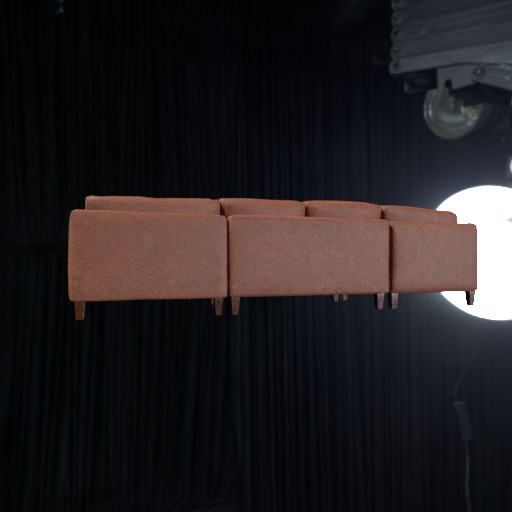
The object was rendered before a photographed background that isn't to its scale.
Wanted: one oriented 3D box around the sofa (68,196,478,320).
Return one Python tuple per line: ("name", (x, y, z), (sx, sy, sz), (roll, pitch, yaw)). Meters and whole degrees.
("sofa", (0.000, 0.000, 4.711), (3.460, 0.923, 2.593), (0, -1, -17))
